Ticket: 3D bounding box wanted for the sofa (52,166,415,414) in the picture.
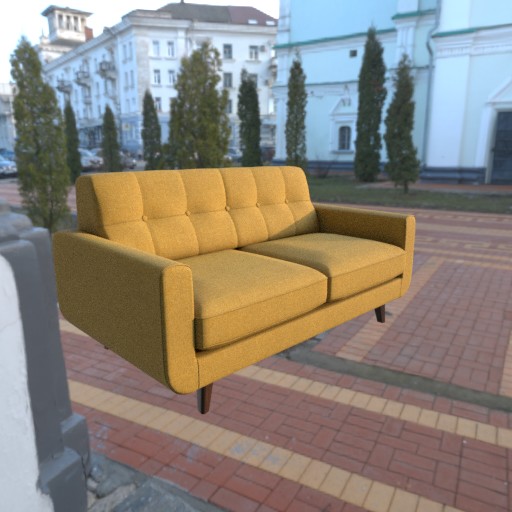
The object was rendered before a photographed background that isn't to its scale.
[{"bbox_3d":[0.000,0.000,2.203,1.631,0.841,0.909,-13,18,-43],"label":"sofa"}]
